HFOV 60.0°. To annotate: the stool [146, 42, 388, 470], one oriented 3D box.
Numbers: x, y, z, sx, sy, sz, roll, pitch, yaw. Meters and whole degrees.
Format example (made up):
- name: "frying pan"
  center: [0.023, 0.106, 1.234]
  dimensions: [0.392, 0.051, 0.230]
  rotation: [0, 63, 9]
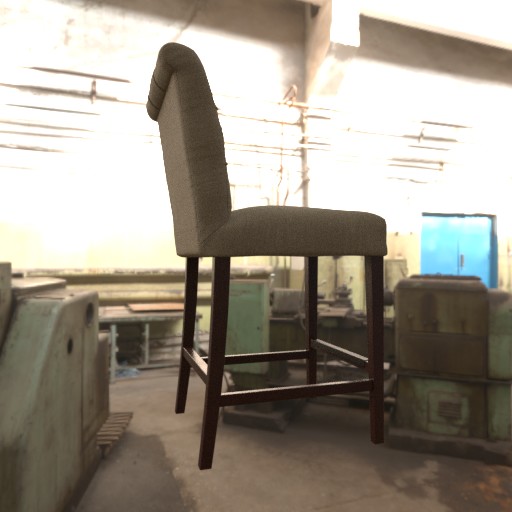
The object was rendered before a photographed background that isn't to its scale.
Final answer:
- name: "stool"
  center: [0.000, 0.000, 1.406]
  dimensions: [0.660, 1.084, 0.486]
  rotation: [0, 0, -18]
